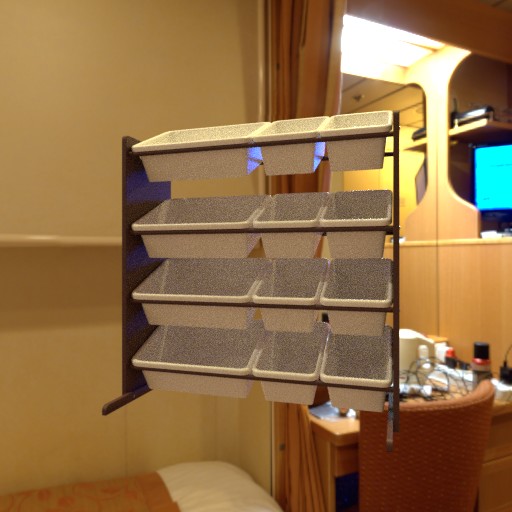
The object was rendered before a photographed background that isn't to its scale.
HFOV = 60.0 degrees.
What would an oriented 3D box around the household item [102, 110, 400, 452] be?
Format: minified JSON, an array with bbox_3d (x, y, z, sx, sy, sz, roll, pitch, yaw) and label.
[{"bbox_3d":[0.000,0.000,1.273,0.787,0.864,0.389,0,0,18],"label":"household item"}]
